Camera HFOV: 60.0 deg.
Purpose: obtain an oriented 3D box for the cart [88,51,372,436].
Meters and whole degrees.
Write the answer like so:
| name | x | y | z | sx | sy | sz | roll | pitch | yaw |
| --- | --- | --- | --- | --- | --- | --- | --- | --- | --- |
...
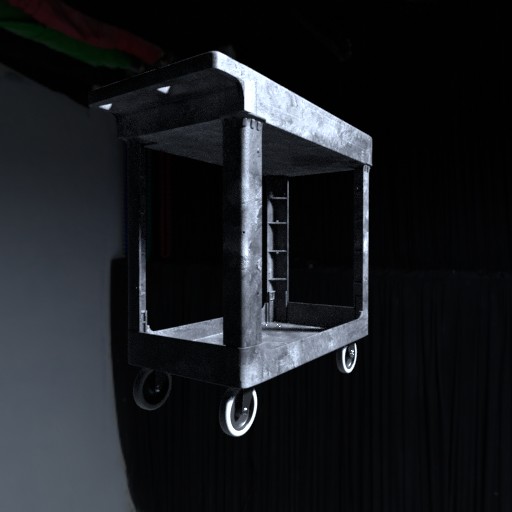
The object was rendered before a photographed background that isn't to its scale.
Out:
| name | x | y | z | sx | sy | sz | roll | pitch | yaw |
| --- | --- | --- | --- | --- | --- | --- | --- | --- | --- |
| cart | 0.000 | 0.000 | 1.343 | 0.420 | 0.824 | 0.877 | 1 | 1 | 35 |
